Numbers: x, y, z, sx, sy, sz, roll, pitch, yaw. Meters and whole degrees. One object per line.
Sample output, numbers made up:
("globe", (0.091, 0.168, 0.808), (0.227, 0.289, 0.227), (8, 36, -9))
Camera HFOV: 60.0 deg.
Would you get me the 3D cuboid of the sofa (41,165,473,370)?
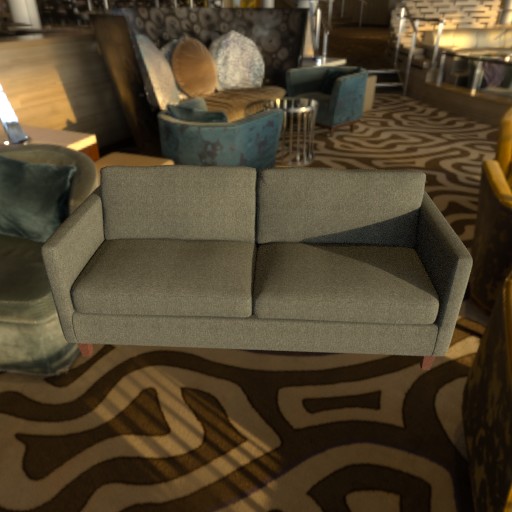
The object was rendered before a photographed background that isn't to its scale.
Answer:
("sofa", (0.000, 0.000, 2.733), (2.208, 0.965, 0.948), (2, 31, 3))
